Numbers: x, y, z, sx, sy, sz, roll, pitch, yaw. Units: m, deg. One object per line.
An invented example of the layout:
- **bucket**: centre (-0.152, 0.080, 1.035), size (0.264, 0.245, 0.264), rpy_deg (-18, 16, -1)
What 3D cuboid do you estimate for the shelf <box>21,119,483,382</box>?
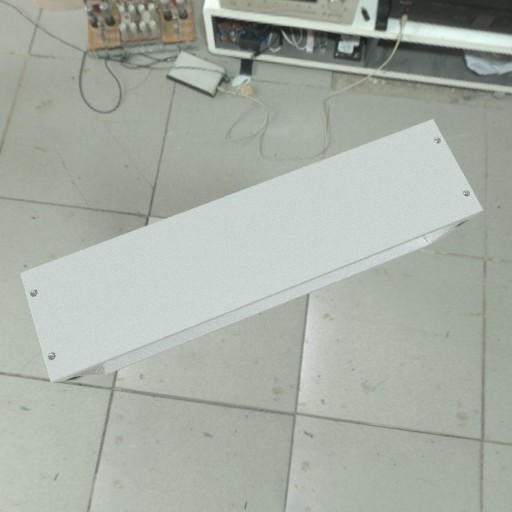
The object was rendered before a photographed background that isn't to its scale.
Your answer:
- **shelf**: centre (0.000, 0.000, 0.677), size (0.610, 0.170, 0.150), rpy_deg (-21, 77, -5)
